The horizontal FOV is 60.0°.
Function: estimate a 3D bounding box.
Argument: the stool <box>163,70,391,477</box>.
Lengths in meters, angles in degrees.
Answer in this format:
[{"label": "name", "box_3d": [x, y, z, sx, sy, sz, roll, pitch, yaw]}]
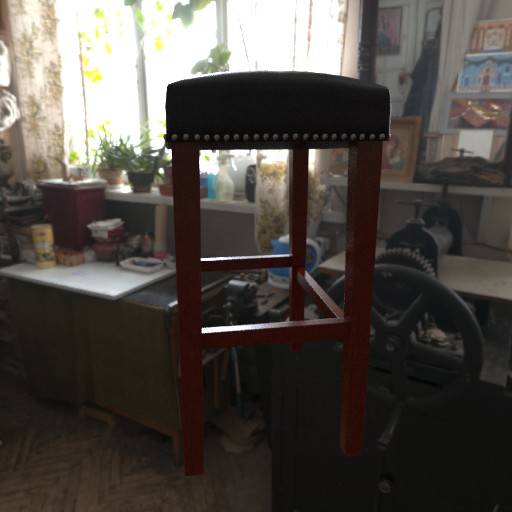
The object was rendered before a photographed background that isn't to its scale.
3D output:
[{"label": "stool", "box_3d": [0.000, 0.000, 1.012, 0.372, 0.742, 0.504, -3, 17, -9]}]
